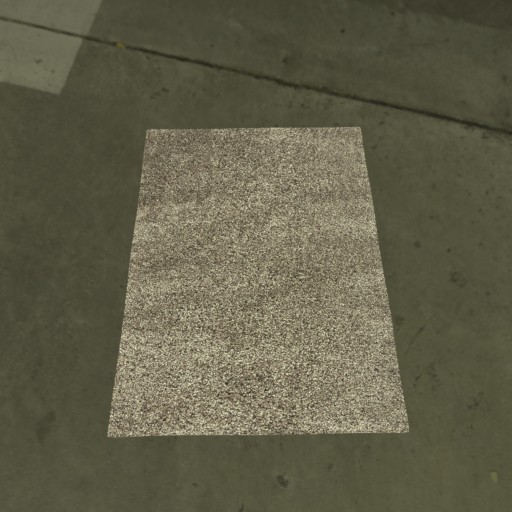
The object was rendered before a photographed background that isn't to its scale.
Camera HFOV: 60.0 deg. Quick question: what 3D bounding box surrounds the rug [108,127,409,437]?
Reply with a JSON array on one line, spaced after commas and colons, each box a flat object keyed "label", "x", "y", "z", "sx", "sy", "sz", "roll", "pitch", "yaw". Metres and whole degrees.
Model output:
[{"label": "rug", "x": 0.000, "y": 0.000, "z": 2.127, "sx": 1.198, "sy": 0.025, "sz": 1.601, "roll": -1, "pitch": 63, "yaw": 0}]
